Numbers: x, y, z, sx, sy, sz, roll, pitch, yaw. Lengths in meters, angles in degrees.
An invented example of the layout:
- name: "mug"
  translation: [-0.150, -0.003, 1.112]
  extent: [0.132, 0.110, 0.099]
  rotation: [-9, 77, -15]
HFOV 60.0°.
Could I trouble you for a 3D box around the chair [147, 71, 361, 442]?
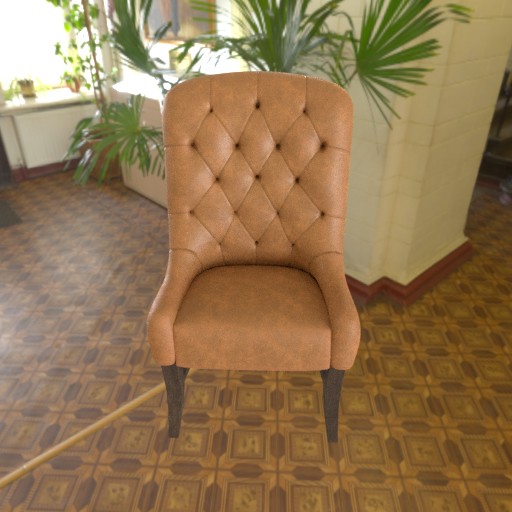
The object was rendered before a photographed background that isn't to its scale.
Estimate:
- name: "chair"
  translation: [0.000, 0.000, 1.500]
  extent: [0.634, 1.091, 0.629]
  rotation: [1, 30, 2]
